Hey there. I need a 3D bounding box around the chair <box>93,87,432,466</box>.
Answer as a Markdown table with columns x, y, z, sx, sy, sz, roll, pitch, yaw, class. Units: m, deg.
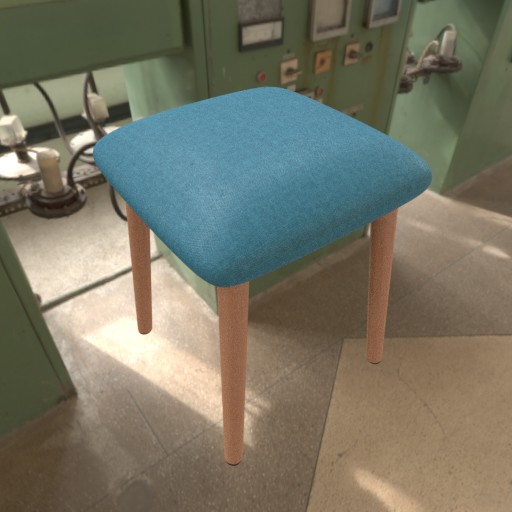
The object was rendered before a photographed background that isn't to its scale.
| x | y | z | sx | sy | sz | roll | pitch | yaw | class |
| --- | --- | --- | --- | --- | --- | --- | --- | --- | --- |
| 0.000 | 0.000 | 0.713 | 0.360 | 0.450 | 0.360 | -25 | 47 | -26 | chair |
